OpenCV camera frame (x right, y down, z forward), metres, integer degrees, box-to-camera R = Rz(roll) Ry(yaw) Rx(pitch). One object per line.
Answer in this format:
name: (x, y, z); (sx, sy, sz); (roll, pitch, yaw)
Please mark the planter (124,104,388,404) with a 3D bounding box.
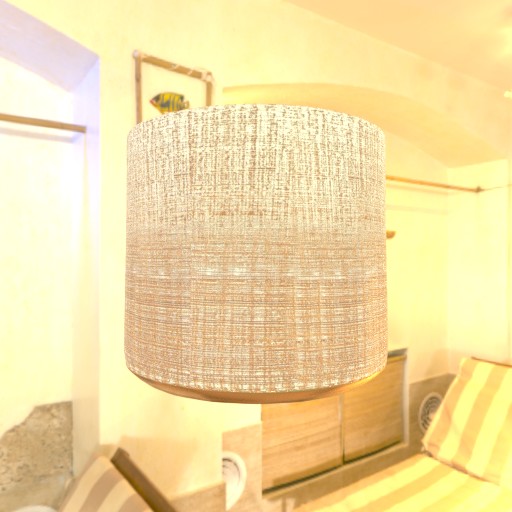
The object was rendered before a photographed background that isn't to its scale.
planter: (0.000, 0.000, 0.190); (0.109, 0.096, 0.109); (0, 0, 0)
